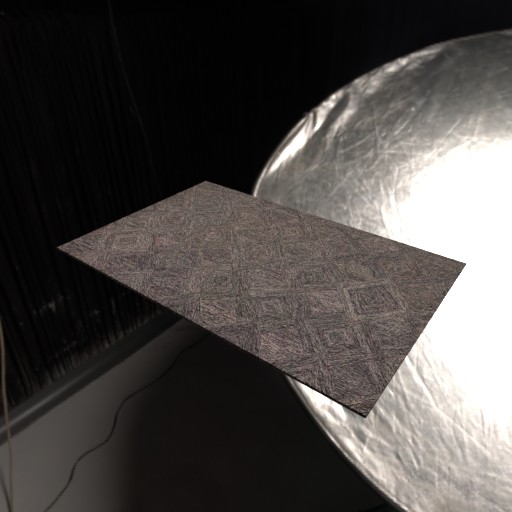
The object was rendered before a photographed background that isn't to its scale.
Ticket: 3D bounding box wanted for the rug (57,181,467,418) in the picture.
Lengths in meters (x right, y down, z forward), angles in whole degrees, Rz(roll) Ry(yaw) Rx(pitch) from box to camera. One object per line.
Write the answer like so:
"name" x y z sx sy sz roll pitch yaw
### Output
"rug" 0.000 0.000 2.958 2.298 0.017 1.501 22 38 31
